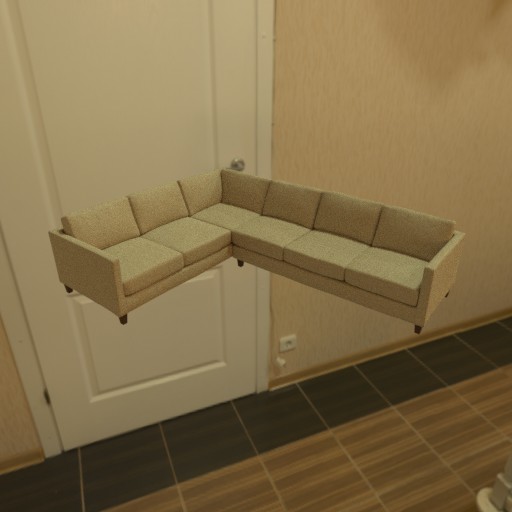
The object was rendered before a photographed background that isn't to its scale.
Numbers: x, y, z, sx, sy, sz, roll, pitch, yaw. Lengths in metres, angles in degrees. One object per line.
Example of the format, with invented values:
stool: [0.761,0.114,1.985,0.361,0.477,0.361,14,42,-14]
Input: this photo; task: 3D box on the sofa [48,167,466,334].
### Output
sofa: [0.000,0.000,4.318,3.182,0.863,2.432,19,33,33]
